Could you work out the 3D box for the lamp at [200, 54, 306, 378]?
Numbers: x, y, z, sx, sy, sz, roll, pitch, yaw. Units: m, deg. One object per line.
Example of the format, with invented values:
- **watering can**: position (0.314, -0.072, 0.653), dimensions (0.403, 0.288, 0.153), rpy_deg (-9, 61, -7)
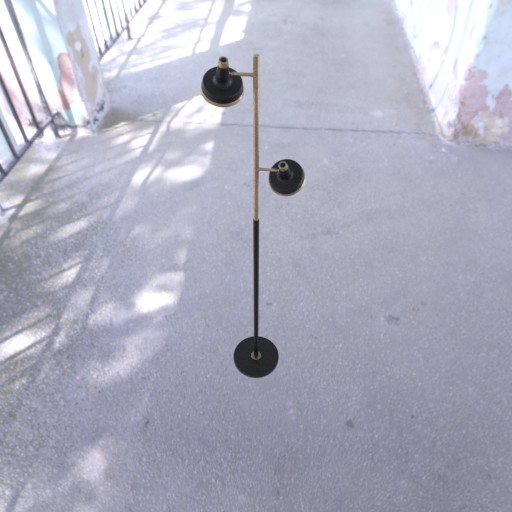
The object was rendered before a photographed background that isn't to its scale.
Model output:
- **lamp**: position (0.000, 0.000, 1.870), dimensions (0.351, 1.674, 0.253), rpy_deg (5, 47, 5)
